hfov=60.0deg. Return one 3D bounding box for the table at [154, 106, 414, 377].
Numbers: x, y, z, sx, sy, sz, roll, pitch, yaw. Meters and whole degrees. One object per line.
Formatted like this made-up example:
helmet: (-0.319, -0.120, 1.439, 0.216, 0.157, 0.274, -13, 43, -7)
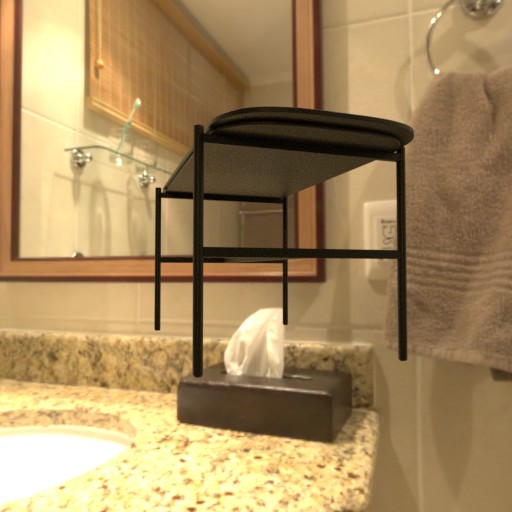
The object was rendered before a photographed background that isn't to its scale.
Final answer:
table: (0.000, 0.000, 1.028, 0.400, 0.400, 0.800, 1, -2, -19)
